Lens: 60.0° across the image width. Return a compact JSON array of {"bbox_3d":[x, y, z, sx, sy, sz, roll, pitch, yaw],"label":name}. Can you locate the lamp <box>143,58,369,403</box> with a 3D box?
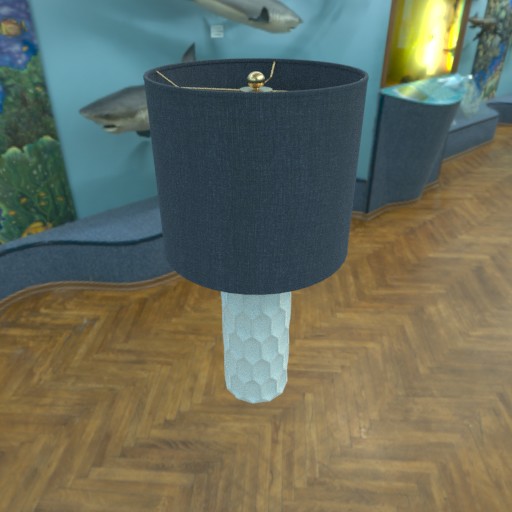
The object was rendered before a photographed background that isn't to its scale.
[{"bbox_3d":[0.000,0.000,0.692,0.277,0.537,0.277,-23,37,-33],"label":"lamp"}]
